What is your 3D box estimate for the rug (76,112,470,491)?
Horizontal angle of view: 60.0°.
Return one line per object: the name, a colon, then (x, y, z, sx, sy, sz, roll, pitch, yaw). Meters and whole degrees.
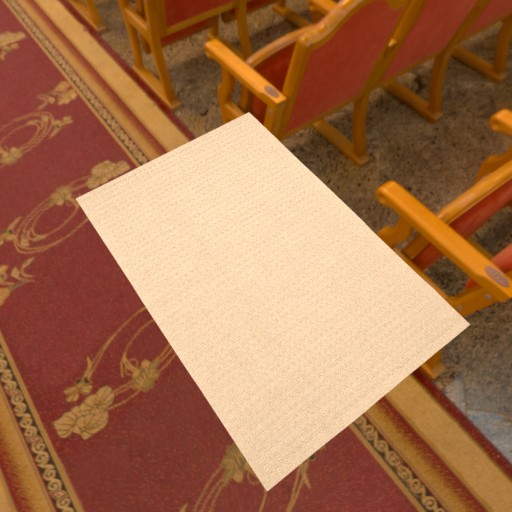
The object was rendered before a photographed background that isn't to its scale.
rug: (0.000, 0.000, 2.909, 1.523, 0.006, 2.289, -32, 64, -18)
